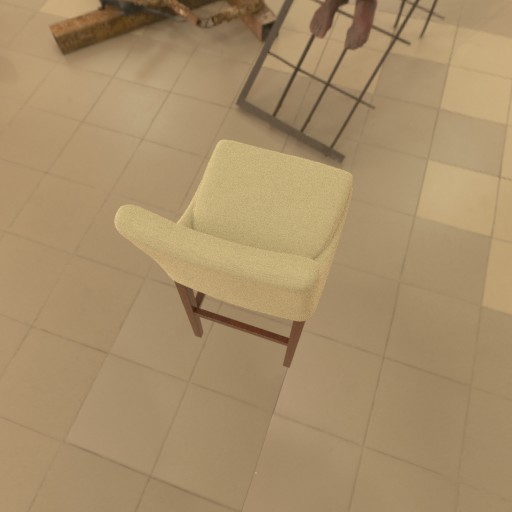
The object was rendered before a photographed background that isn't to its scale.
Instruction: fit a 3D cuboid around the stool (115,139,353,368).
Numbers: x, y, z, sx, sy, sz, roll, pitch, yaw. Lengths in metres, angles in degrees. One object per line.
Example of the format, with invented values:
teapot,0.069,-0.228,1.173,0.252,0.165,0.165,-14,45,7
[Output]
stool,0.000,0.000,1.415,0.470,1.078,0.577,17,65,8
